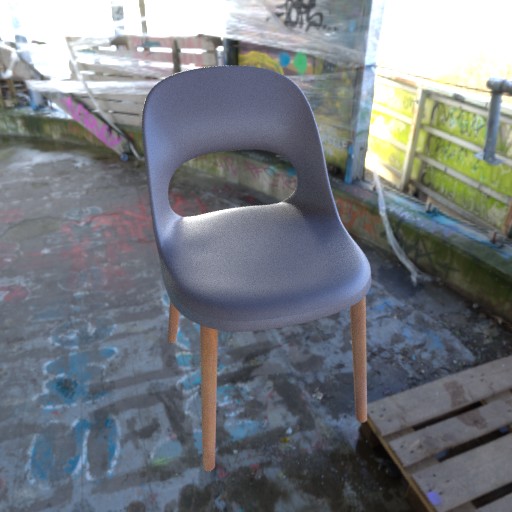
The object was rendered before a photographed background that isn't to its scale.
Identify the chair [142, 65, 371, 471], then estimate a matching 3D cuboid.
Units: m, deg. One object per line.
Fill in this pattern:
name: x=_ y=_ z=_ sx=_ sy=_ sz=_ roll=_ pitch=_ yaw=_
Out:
chair: x=0.000 y=0.000 z=1.098 sx=0.470 sy=0.795 sz=0.556 roll=-10 pitch=33 yaw=-16
